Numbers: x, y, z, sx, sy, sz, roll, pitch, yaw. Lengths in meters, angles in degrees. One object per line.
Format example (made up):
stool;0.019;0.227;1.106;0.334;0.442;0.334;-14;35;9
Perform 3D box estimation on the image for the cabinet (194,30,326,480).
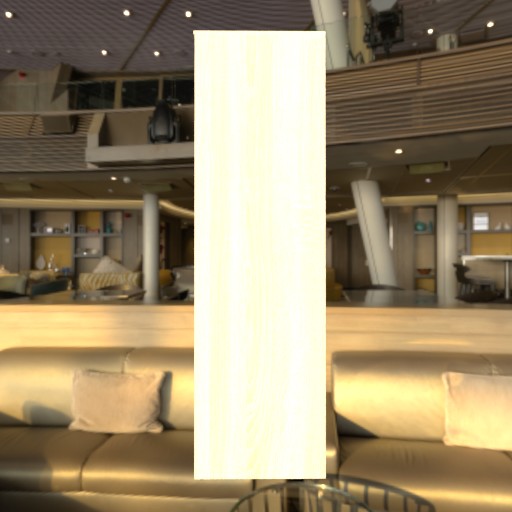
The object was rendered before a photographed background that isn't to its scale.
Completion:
cabinet;0.000;0.000;2.969;0.620;2.060;1.870;0;0;-1
